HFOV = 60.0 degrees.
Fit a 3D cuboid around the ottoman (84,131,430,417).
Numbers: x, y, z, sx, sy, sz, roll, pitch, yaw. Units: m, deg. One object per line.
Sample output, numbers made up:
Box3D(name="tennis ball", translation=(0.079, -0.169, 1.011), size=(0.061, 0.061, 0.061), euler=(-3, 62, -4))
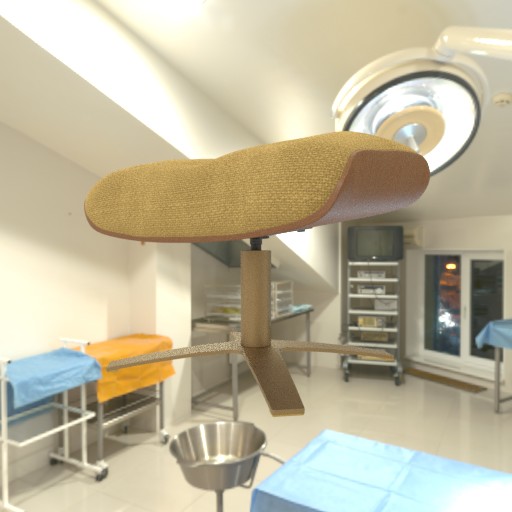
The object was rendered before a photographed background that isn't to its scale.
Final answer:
Box3D(name="ottoman", translation=(0.000, 0.000, 0.803), size=(0.520, 0.391, 0.394), euler=(1, 1, 36))
